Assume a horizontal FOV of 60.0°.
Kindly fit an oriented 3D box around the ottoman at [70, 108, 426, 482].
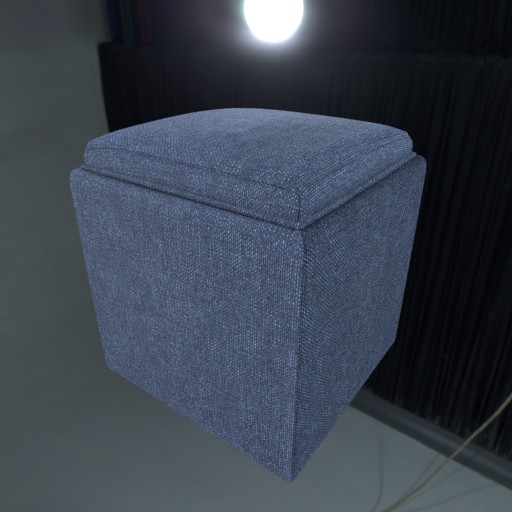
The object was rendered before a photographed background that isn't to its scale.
[{"bbox_3d":[0.000,0.000,0.837,0.454,0.493,0.436,19,33,32],"label":"ottoman"}]
